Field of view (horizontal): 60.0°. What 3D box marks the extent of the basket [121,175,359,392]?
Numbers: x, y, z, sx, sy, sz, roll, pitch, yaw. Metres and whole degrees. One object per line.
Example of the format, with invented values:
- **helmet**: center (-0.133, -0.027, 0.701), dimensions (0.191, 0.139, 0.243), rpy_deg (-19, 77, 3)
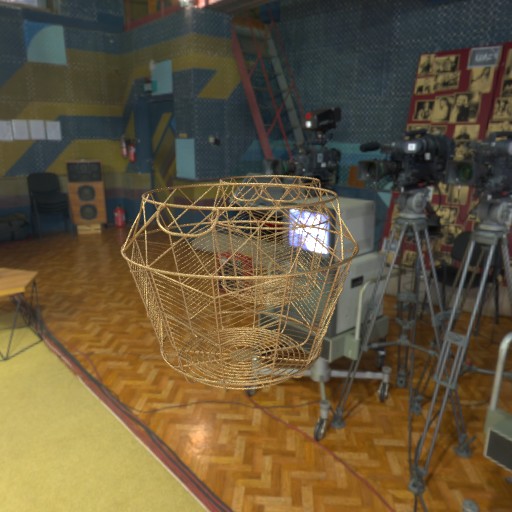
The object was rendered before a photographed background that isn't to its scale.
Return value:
- **basket**: center (0.000, 0.000, 1.055), dimensions (0.451, 0.343, 0.805), rpy_deg (2, 15, 9)
